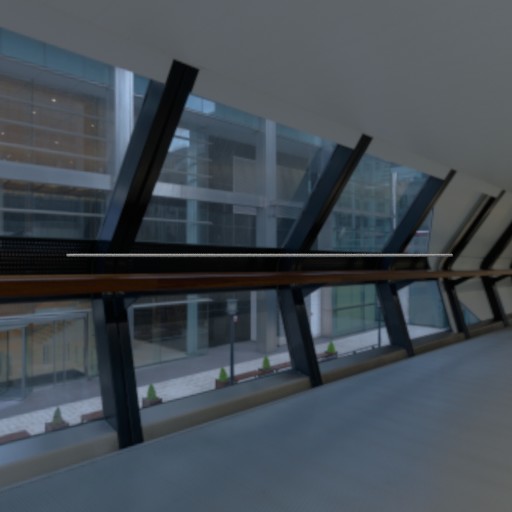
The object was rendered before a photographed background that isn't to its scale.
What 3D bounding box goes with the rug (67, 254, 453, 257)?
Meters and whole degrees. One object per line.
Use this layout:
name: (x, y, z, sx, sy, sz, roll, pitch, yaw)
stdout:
rug: (0.000, 0.000, 2.870, 1.522, 0.008, 2.284, 0, 0, -1)
